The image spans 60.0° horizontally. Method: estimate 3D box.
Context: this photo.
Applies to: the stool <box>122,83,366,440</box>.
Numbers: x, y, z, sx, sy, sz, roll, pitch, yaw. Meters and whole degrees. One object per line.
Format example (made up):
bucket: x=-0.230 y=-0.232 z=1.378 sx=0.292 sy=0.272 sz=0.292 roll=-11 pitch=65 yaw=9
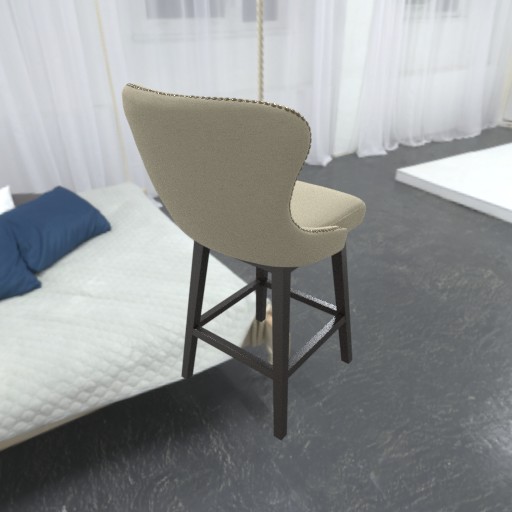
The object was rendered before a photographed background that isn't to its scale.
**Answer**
stool: x=0.000 y=0.000 z=1.293 sx=0.528 sy=0.971 sz=0.593 roll=21 pitch=35 yaw=33
